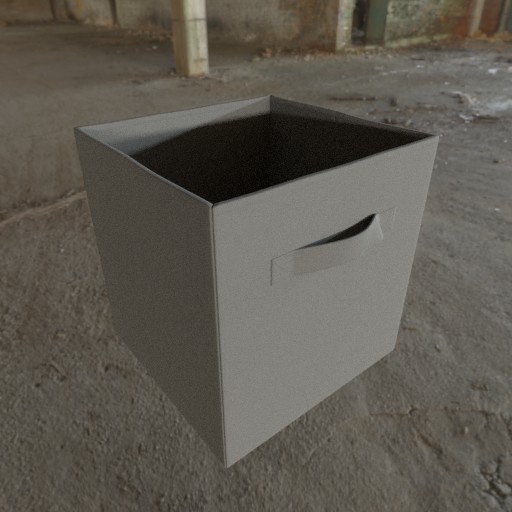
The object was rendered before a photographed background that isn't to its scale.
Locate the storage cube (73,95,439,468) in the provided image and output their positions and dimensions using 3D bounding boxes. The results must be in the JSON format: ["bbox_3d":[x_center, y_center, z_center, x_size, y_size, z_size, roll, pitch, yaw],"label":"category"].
[{"bbox_3d":[0.000,0.000,0.504,0.270,0.280,0.270,-22,38,-33],"label":"storage cube"}]
